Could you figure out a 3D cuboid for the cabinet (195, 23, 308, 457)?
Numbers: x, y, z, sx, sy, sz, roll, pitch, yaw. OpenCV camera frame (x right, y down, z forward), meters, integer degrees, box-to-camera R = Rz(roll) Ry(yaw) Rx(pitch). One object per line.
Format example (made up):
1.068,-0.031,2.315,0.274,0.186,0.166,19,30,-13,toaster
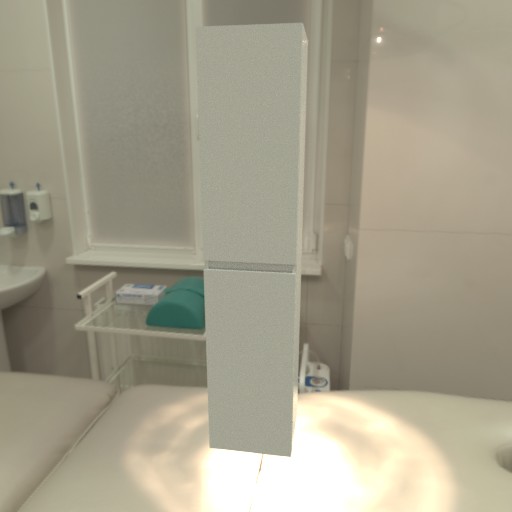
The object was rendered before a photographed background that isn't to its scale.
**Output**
0.000,0.000,1.538,0.300,1.400,0.270,3,16,9,cabinet
